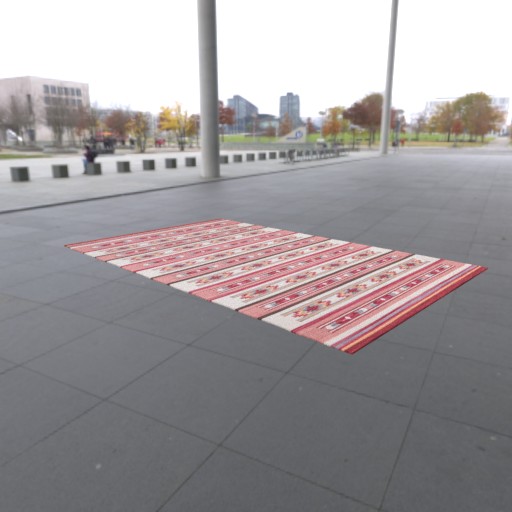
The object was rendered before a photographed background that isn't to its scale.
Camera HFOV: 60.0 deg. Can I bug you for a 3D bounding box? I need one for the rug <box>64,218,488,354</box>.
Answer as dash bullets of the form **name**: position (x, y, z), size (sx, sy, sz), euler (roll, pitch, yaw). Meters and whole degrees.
- **rug**: position (0.000, 0.000, 2.962), size (2.431, 0.010, 1.535), euler (14, 20, 42)
